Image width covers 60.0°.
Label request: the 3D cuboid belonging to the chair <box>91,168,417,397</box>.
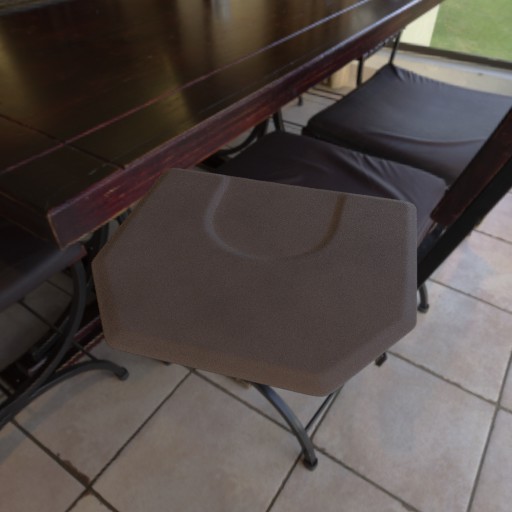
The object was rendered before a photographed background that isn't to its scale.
[{"bbox_3d":[0.000,0.000,1.954,1.372,0.024,1.219,10,43,11],"label":"chair"}]
